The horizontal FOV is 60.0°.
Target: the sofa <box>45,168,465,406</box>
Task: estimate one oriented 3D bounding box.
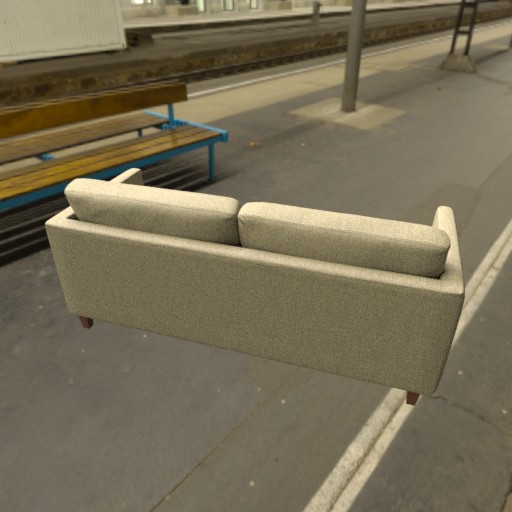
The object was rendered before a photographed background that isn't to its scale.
[{"bbox_3d":[0.000,0.000,2.694,2.208,0.960,0.956,10,33,15],"label":"sofa"}]
